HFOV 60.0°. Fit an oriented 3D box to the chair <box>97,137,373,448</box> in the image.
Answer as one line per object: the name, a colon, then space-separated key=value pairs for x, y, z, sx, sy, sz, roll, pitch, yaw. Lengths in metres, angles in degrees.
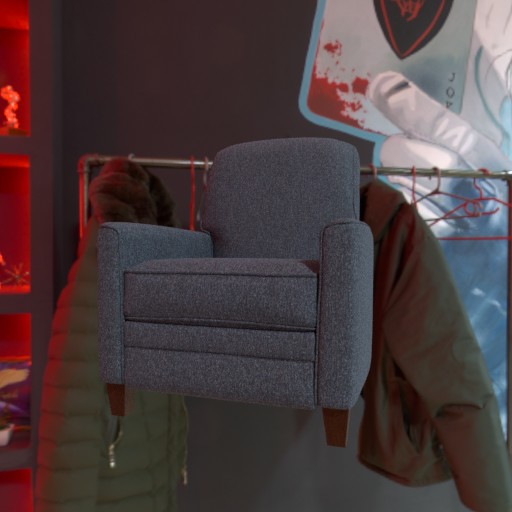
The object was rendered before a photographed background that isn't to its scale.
chair: x=0.000 y=0.000 z=1.644 sx=0.839 sy=1.016 sz=0.850 roll=0 pitch=2 yaw=18
